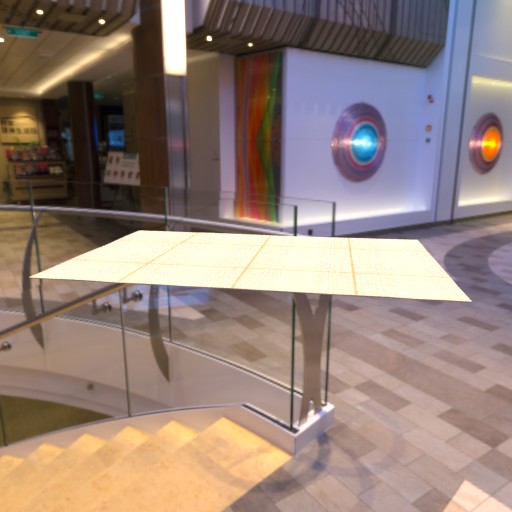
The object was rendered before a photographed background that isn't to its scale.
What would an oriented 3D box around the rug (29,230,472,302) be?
[{"bbox_3d":[0.000,0.000,3.129,2.442,0.016,1.527,2,14,10],"label":"rug"}]
